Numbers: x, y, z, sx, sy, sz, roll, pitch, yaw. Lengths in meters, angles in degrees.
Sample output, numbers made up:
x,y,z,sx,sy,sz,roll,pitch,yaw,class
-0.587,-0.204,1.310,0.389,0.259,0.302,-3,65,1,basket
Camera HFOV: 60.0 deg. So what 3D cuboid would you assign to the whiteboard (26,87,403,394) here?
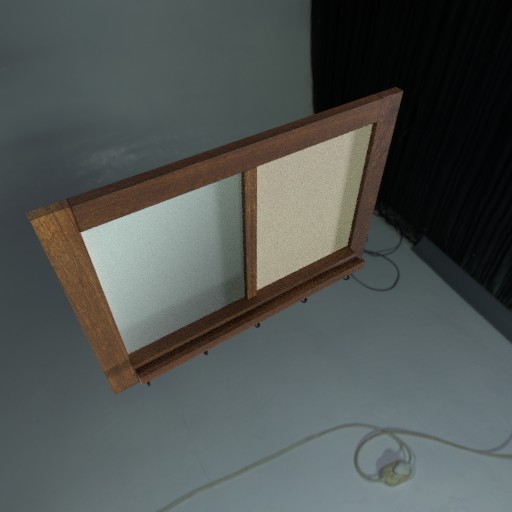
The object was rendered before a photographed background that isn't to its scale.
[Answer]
x,y,z,sx,sy,sz,roll,pitch,yaw,class
0.000,0.000,1.002,0.783,0.559,0.083,-25,51,-22,whiteboard
